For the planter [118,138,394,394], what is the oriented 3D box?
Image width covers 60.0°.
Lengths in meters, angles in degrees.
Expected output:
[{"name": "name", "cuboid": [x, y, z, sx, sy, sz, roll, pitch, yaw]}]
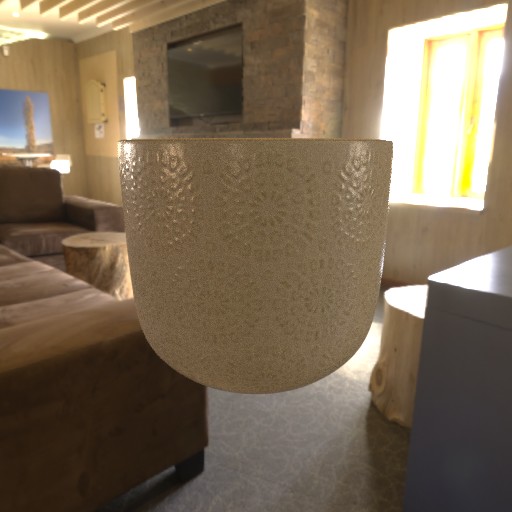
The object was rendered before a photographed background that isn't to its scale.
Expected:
[{"name": "planter", "cuboid": [0.000, 0.000, 0.302, 0.170, 0.152, 0.170, 0, 14, 0]}]
